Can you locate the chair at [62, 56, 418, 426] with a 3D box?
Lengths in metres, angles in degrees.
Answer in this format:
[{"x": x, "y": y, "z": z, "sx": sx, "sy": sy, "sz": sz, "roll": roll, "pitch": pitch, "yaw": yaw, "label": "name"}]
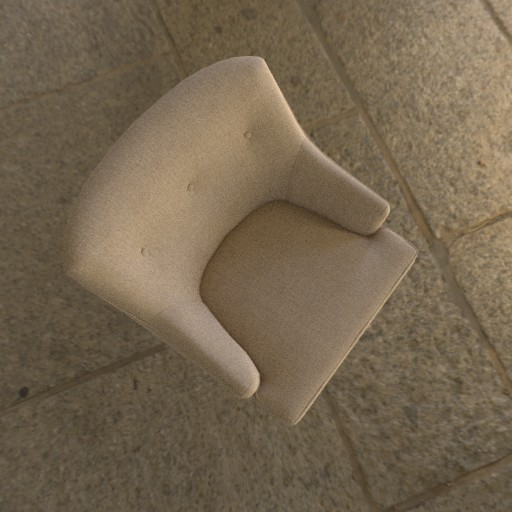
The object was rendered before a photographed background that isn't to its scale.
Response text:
[{"x": 0.000, "y": 0.000, "z": 1.580, "sx": 0.923, "sy": 0.856, "sz": 0.864, "roll": 37, "pitch": 78, "yaw": 9, "label": "chair"}]
